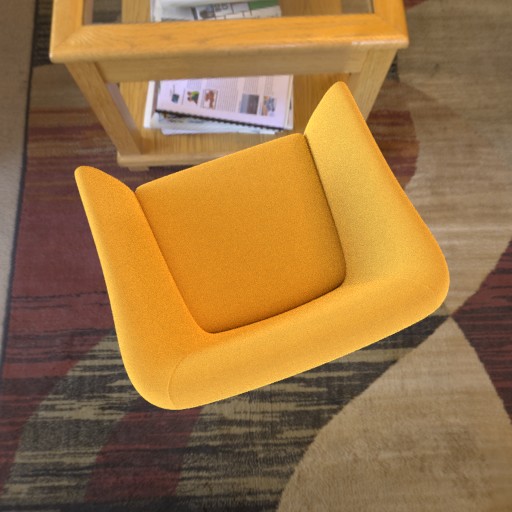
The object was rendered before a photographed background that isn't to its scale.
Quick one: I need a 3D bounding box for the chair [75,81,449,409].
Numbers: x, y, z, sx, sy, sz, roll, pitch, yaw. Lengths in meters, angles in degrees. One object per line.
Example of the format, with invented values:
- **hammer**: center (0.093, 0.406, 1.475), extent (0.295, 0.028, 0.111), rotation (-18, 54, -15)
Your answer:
- **chair**: center (0.000, 0.000, 1.337), extent (0.790, 0.720, 0.700), rotation (-20, 76, -5)
